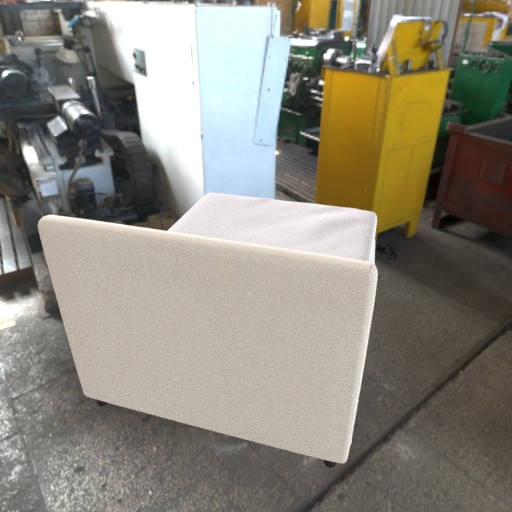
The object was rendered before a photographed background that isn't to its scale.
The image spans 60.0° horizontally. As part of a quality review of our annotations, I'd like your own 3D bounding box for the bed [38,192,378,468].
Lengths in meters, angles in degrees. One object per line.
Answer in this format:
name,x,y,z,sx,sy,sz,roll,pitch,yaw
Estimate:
bed,0.000,0.000,3.170,1.713,1.330,2.142,9,31,15
